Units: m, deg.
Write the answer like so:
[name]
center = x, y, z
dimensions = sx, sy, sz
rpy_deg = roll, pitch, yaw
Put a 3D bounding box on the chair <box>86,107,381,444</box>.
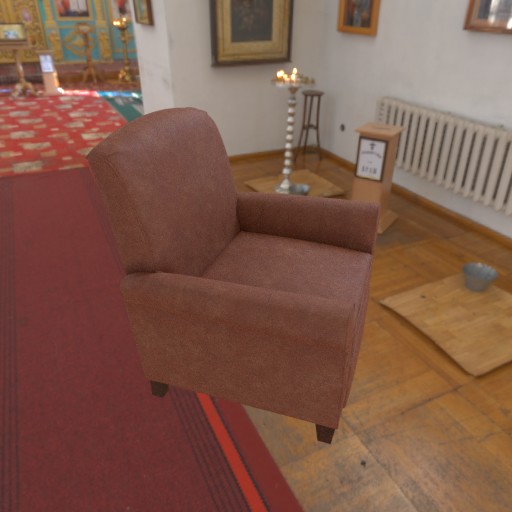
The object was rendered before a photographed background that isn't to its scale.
[chair]
center = 0.000, 0.000, 1.778
dimensions = 0.902, 1.061, 0.978
rpy_deg = 9, 30, 17
